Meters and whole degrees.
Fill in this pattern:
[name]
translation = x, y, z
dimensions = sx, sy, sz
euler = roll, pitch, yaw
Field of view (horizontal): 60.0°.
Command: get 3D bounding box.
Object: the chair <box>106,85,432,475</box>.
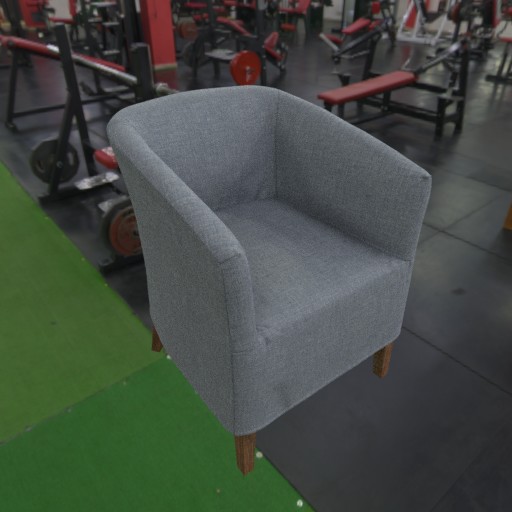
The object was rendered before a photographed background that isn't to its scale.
[chair]
translation = 0.000, 0.000, 1.246
dimensions = 0.600, 0.771, 0.668
euler = -23, 40, -30
